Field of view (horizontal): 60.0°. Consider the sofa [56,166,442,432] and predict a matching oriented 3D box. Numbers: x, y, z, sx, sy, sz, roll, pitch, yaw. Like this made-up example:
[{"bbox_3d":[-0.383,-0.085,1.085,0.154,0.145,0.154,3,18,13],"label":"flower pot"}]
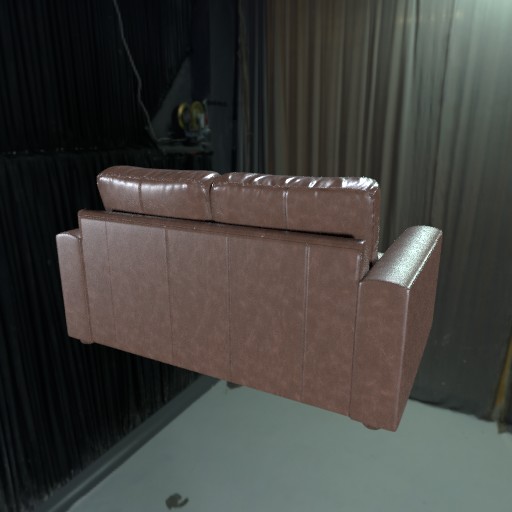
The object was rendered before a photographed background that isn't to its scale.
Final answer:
[{"bbox_3d":[0.000,0.000,2.192,1.616,0.873,1.016,8,18,26],"label":"sofa"}]
